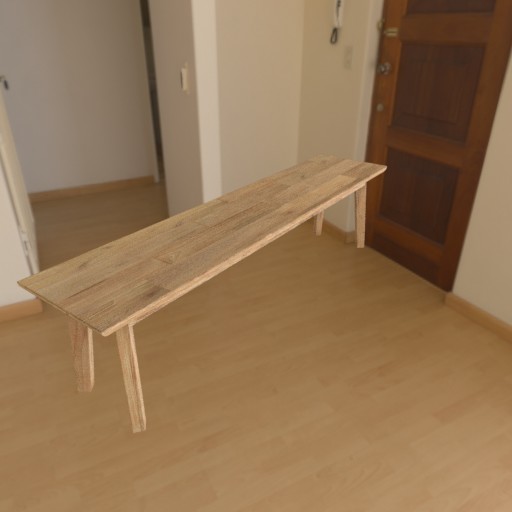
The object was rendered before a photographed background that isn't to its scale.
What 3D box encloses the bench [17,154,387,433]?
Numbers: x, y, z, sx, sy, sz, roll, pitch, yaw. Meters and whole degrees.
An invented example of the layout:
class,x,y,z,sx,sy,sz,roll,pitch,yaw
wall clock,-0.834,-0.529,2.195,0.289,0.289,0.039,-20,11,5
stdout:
class,x,y,z,sx,sy,sz,roll,pitch,yaw
bench,0.000,0.000,1.822,0.378,0.431,1.698,19,33,32
